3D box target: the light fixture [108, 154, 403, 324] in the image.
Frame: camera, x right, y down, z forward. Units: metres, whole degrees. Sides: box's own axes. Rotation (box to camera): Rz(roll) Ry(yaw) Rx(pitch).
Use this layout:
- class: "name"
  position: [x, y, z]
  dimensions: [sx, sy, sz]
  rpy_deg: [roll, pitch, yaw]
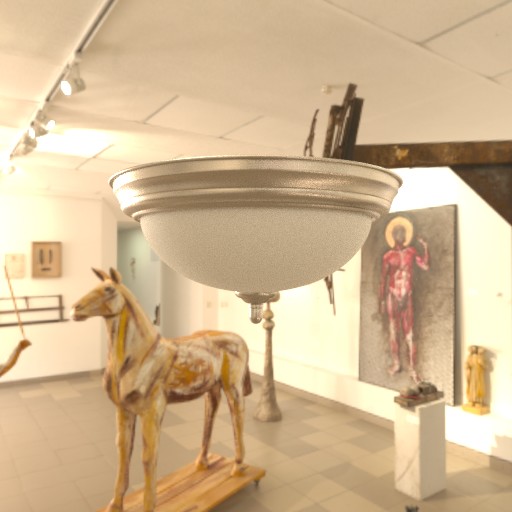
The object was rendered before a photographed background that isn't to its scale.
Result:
- class: "light fixture"
  position: [0.000, 0.000, 0.442]
  dimensions: [0.280, 0.135, 0.280]
  rpy_deg: [0, -1, 0]
